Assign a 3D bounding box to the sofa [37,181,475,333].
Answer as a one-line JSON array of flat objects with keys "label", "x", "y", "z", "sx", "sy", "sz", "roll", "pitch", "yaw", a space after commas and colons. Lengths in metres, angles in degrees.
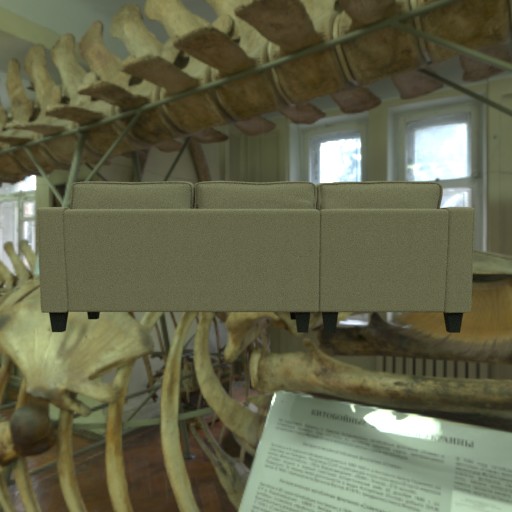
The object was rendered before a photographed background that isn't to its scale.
[{"label": "sofa", "x": 0.000, "y": 0.000, "z": 3.217, "sx": 2.561, "sy": 0.928, "sz": 1.294, "roll": 0, "pitch": 0, "yaw": 0}]
